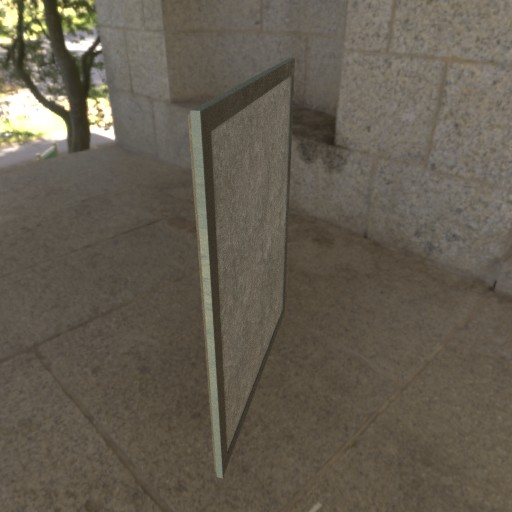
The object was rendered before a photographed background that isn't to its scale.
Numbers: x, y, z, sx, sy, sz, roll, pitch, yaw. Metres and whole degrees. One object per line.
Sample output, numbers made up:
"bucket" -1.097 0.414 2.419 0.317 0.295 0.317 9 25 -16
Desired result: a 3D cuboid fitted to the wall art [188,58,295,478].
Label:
"wall art" 0.000 0.000 1.293 0.030 0.983 0.767 8 31 14
